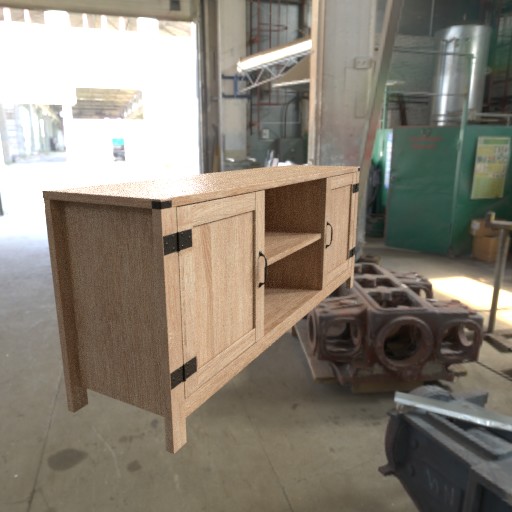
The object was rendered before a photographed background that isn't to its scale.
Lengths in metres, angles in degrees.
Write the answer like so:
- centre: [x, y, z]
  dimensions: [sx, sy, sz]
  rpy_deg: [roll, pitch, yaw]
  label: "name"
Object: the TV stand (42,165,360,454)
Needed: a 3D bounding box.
- centre: [0.000, 0.000, 1.688]
  dimensions: [0.398, 0.610, 1.466]
  rpy_deg: [8, 16, 28]
  label: "TV stand"
